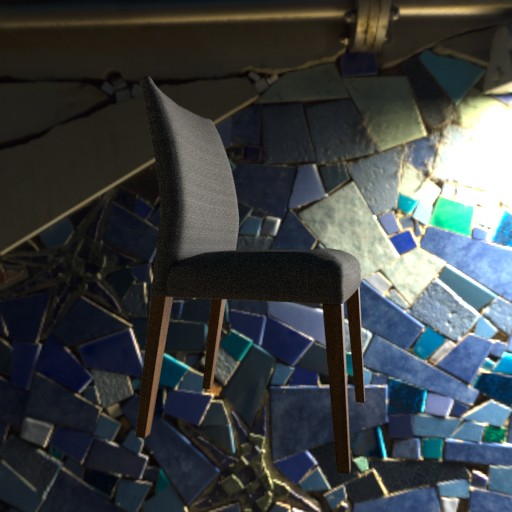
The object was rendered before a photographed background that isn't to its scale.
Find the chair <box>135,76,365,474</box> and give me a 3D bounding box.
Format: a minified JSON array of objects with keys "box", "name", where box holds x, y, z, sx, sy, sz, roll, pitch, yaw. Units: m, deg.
[{"box":[0.000,0.000,1.282,0.585,0.940,0.496,0,1,18],"name":"chair"}]
